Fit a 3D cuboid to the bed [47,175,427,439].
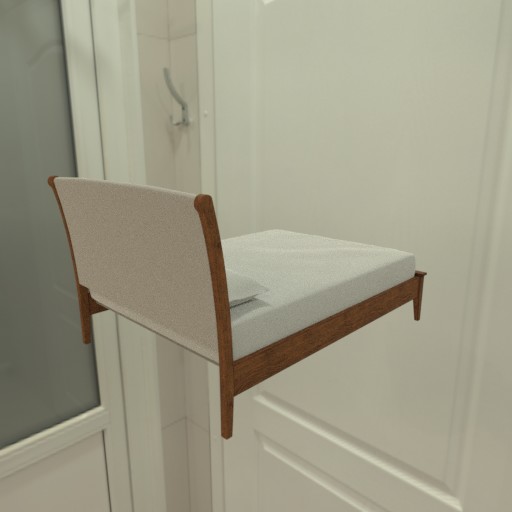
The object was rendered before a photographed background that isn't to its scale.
[{"bbox_3d":[0.000,0.000,3.034,1.502,1.135,2.108,14,20,43],"label":"bed"}]
